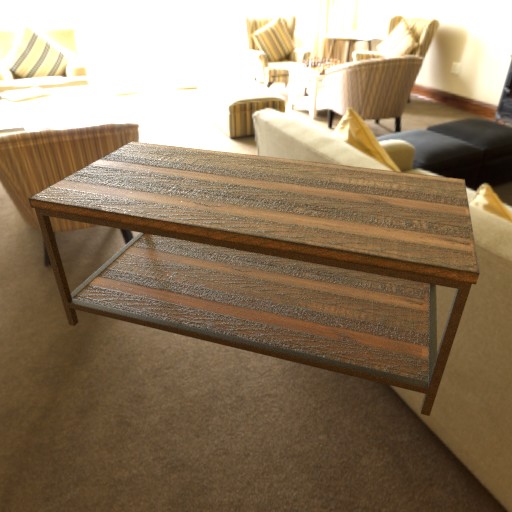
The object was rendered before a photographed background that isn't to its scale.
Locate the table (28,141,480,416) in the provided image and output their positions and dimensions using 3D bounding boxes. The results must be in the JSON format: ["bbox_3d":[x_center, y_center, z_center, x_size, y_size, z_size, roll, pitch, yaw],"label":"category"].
[{"bbox_3d":[0.000,0.000,1.208,0.990,0.399,0.452,10,34,16],"label":"table"}]
